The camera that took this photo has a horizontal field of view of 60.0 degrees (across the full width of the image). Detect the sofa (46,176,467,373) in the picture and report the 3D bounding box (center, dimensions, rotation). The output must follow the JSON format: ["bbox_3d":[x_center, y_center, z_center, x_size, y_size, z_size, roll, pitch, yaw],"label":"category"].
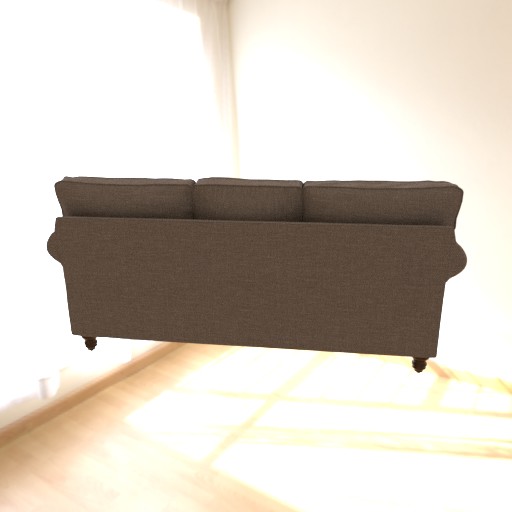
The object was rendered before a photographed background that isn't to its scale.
[{"bbox_3d":[0.000,0.000,2.610,2.084,0.961,0.916,2,15,7],"label":"sofa"}]
